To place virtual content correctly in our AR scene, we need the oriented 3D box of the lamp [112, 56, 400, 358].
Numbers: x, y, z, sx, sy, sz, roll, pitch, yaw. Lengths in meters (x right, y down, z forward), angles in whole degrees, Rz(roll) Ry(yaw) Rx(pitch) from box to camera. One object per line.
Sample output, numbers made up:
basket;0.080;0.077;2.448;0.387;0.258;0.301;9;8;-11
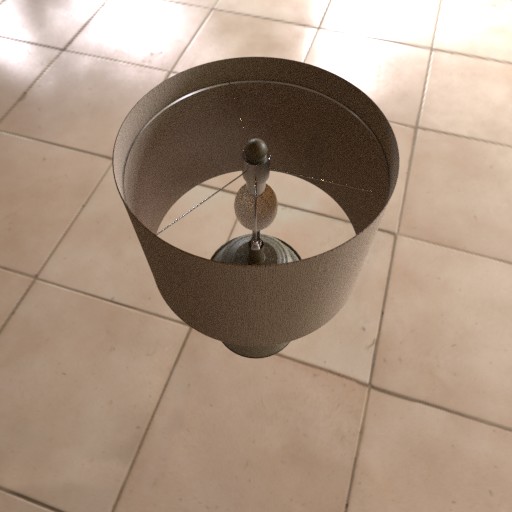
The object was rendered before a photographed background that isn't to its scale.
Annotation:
lamp;0.000;0.000;0.701;0.318;0.486;0.318;0;58;0
